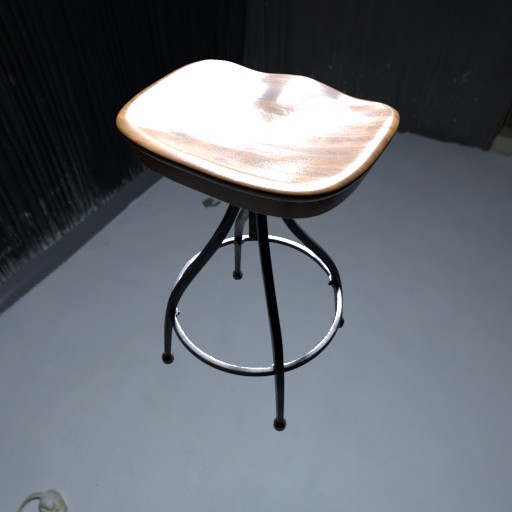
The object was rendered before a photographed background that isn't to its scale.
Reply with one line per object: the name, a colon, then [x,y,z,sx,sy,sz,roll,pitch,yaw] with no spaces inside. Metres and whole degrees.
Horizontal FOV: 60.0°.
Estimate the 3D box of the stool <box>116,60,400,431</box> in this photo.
stool: [0.000,0.000,0.981,0.432,0.694,0.424,24,51,21]
